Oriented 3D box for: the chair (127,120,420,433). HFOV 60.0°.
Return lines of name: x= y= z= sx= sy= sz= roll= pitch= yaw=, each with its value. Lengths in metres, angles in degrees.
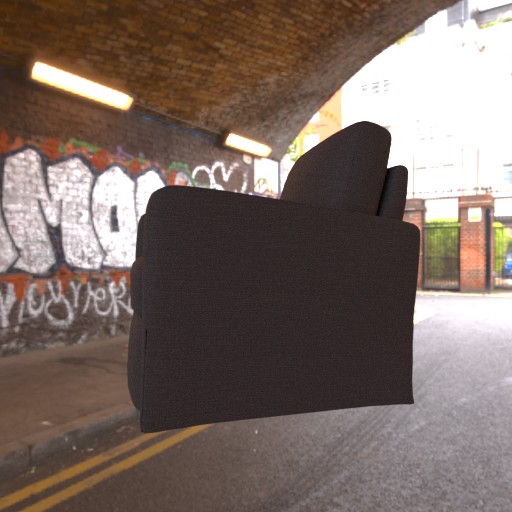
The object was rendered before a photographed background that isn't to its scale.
chair: x=0.000 y=0.000 z=1.545 sx=0.863 sy=0.855 sz=0.798 roll=0 pitch=0 yaw=-17
